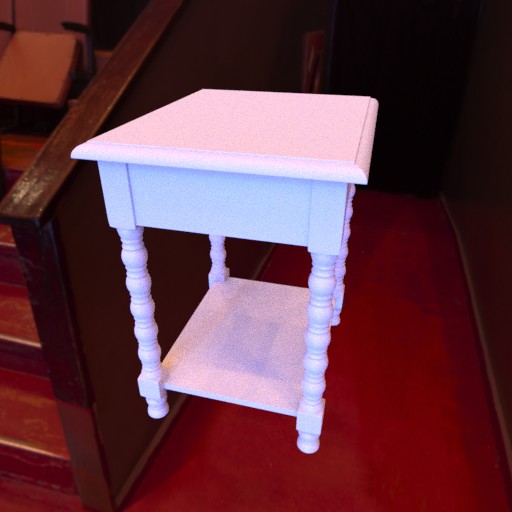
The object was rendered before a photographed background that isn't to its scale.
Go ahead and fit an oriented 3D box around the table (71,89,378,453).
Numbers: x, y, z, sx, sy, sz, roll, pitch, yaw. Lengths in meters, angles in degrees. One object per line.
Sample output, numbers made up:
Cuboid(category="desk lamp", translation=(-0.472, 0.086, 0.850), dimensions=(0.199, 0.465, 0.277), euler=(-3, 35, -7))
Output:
Cuboid(category="table", translation=(0.000, 0.000, 0.854), dimensions=(0.381, 0.531, 0.460), euler=(8, 30, 13))
